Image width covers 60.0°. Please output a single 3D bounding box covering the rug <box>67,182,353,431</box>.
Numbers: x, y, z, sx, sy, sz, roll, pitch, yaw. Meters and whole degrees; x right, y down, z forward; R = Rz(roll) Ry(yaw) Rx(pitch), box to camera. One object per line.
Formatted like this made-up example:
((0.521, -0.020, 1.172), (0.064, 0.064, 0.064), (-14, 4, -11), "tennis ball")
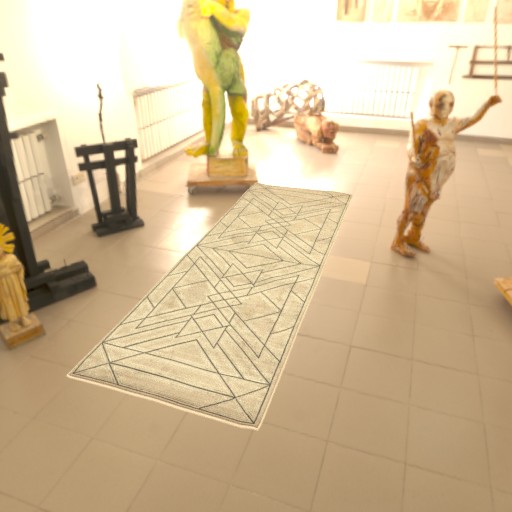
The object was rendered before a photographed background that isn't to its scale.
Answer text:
((0.000, 0.000, 2.667), (0.831, 0.036, 2.381), (10, 31, 16), "rug")
